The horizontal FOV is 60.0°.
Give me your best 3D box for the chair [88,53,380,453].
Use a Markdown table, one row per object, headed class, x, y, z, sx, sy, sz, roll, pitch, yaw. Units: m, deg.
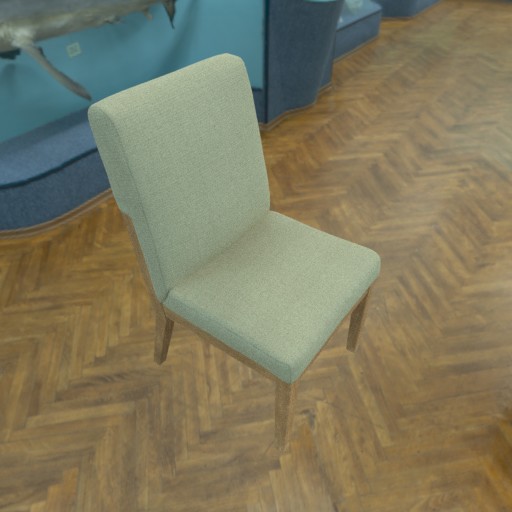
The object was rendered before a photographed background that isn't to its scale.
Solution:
| class | x | y | z | sx | sy | sz | roll | pitch | yaw |
| --- | --- | --- | --- | --- | --- | --- | --- | --- | --- |
| chair | 0.000 | 0.000 | 1.265 | 0.586 | 0.911 | 0.507 | 26 | 47 | 27 |
